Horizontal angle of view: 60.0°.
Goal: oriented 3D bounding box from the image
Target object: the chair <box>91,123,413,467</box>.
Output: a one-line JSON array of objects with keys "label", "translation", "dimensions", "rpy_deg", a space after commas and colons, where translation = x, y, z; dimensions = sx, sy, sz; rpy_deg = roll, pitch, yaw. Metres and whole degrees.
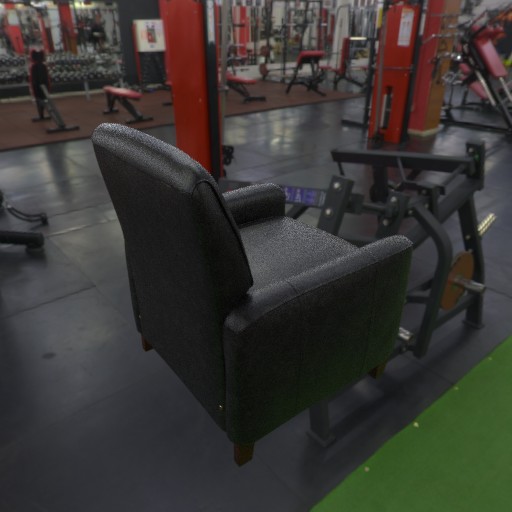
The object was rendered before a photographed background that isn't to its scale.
[{"label": "chair", "translation": [0.000, 0.000, 1.643], "dimensions": [0.864, 1.014, 0.848], "rpy_deg": [-19, 33, -32]}]
